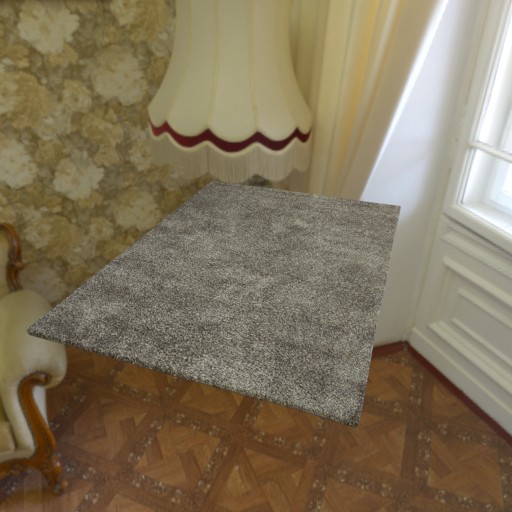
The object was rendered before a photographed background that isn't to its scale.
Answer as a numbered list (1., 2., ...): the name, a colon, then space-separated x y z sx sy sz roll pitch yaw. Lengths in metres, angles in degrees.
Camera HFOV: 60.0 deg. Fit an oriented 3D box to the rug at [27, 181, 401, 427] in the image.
1. rug: 0.000 0.000 2.084 1.198 0.025 1.601 10 32 17
